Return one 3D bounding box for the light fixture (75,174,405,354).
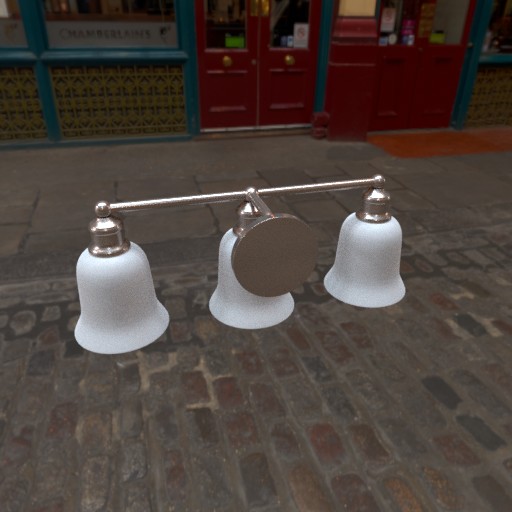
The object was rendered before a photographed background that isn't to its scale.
[{"bbox_3d":[0.000,0.000,0.685,0.570,0.211,0.198,-8,29,-14],"label":"light fixture"}]
